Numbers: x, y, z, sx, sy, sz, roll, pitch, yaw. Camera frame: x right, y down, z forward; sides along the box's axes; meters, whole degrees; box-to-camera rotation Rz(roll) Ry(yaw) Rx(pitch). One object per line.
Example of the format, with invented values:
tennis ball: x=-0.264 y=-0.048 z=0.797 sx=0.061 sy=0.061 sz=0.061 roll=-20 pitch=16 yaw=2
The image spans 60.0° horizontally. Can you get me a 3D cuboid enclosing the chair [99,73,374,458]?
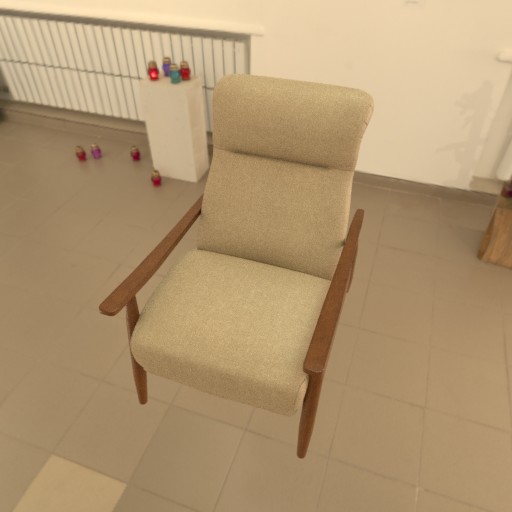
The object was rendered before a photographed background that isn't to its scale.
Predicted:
chair: x=0.000 y=0.000 z=1.793 sx=0.762 sy=1.082 sz=1.030 roll=13 pitch=43 yaw=14
